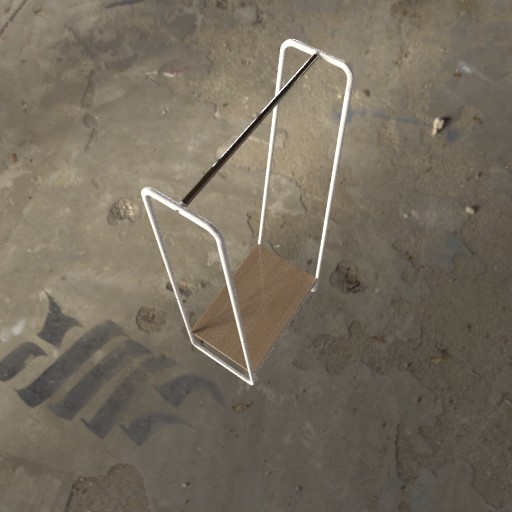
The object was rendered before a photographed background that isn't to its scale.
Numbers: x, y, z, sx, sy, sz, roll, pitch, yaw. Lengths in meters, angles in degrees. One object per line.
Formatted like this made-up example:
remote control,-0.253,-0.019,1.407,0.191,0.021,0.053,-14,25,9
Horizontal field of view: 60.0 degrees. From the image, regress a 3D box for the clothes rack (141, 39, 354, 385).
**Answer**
clothes rack,0.000,0.000,1.780,0.400,1.500,0.640,31,67,15
